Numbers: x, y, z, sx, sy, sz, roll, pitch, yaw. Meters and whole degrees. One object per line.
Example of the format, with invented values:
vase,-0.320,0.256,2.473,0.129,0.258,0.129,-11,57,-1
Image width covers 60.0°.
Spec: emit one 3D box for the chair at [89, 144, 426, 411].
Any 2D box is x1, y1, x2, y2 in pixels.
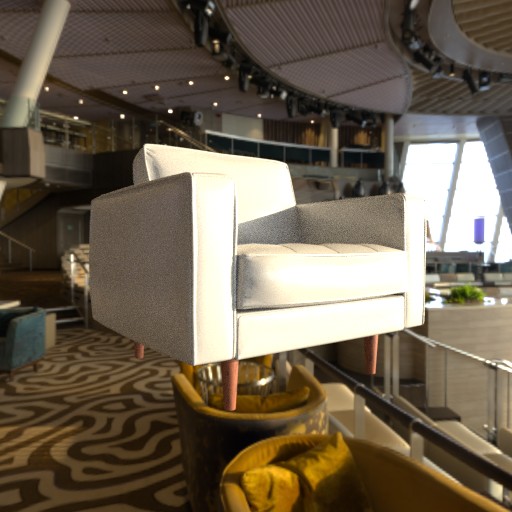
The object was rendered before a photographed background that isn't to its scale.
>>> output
chair,0.000,0.000,1.521,0.928,0.773,0.843,-1,2,-36
